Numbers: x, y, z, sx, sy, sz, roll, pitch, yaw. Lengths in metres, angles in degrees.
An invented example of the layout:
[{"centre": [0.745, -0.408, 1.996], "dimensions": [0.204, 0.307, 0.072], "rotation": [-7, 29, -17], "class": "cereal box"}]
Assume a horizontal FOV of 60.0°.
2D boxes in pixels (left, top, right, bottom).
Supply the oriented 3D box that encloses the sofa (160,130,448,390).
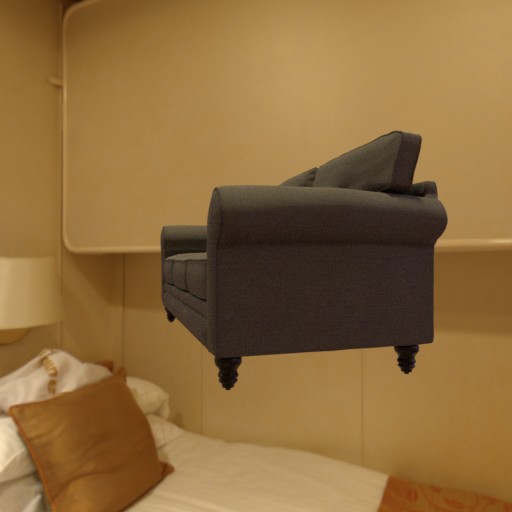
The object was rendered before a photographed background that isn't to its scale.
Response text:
[{"centre": [0.000, 0.000, 2.539], "dimensions": [0.909, 0.966, 2.084], "rotation": [0, -1, -17], "class": "sofa"}]
